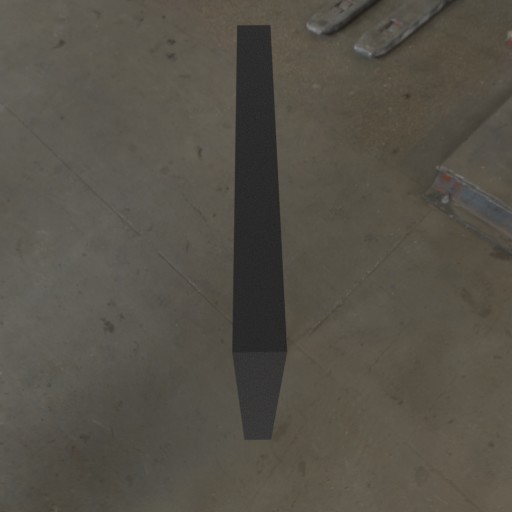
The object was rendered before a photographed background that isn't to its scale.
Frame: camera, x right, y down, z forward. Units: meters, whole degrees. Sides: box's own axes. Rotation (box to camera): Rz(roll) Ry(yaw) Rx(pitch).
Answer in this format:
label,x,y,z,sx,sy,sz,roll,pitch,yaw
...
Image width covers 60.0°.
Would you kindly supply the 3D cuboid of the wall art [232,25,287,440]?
label,x,y,z,sx,sy,sz,roll,pitch,yaw
wall art,0.000,0.000,0.456,0.030,0.305,0.308,-1,59,0
